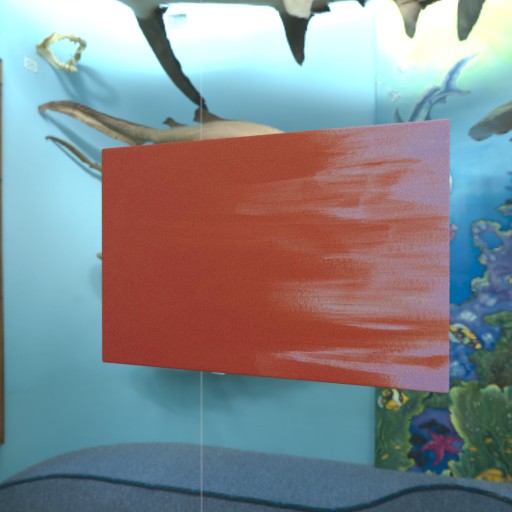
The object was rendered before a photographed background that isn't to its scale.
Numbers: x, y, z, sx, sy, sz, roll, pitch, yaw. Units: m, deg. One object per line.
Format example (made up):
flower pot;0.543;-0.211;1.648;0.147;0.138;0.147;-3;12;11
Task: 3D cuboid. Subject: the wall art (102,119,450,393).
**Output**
wall art;0.000;0.000;1.140;0.913;0.609;0.040;0;0;18
